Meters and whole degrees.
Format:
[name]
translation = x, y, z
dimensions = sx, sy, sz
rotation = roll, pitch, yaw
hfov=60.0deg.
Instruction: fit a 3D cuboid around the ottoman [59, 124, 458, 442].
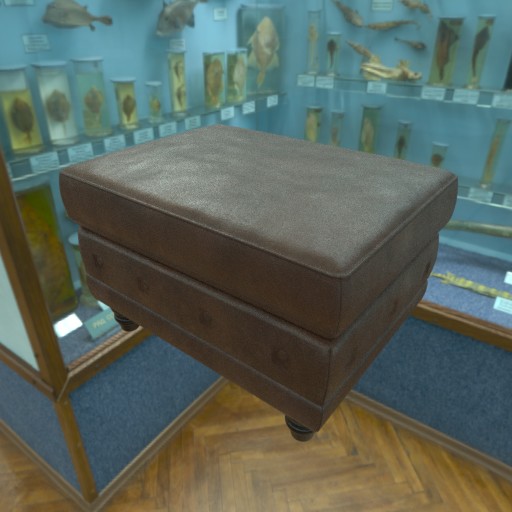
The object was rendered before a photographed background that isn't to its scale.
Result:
[ottoman]
translation = 0.000, 0.000, 1.170
dimensions = 0.795, 0.509, 0.588
rotation = 21, 36, 32
